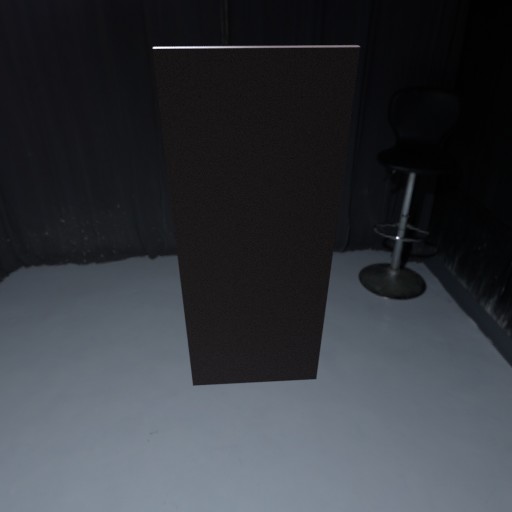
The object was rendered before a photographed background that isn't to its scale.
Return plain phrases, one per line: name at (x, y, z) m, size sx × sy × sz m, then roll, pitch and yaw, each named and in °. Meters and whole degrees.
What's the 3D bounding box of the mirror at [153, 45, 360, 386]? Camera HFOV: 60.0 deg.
mirror at (0.000, 0.000, 2.334) m, size 0.812 × 2.020 × 0.221 m, roll -2°, pitch 30°, yaw -3°
